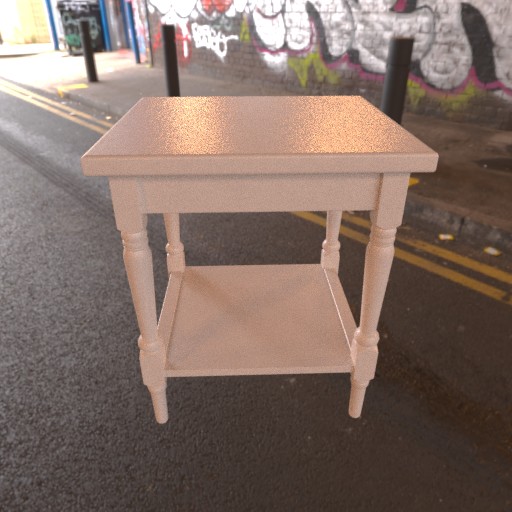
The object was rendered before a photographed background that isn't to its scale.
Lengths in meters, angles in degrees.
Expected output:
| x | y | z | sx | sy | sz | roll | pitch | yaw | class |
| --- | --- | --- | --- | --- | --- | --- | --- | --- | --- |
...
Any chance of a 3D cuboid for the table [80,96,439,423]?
| x | y | z | sx | sy | sz | roll | pitch | yaw | class |
| --- | --- | --- | --- | --- | --- | --- | --- | --- | --- |
| 0.000 | 0.000 | 0.930 | 0.488 | 0.565 | 0.442 | -1 | 30 | -2 | table |
